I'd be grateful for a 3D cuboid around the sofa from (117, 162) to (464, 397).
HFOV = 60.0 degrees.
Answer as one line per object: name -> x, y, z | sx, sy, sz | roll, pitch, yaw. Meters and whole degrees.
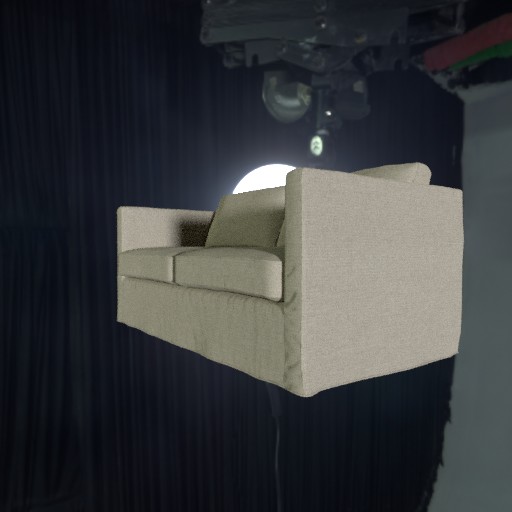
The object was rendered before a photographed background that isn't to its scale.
sofa -> 0.000, 0.000, 2.318 | 0.956, 0.828, 1.766 | -1, 1, -36
